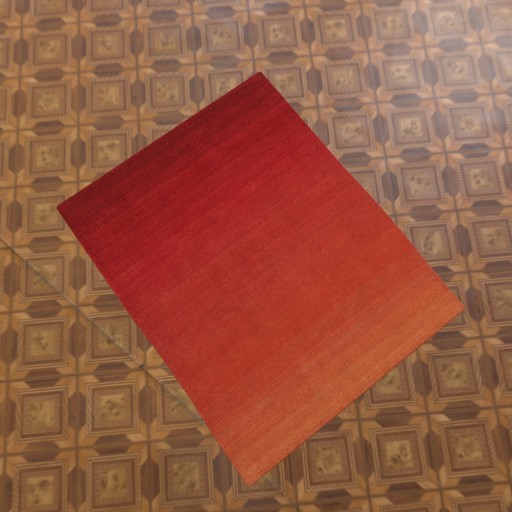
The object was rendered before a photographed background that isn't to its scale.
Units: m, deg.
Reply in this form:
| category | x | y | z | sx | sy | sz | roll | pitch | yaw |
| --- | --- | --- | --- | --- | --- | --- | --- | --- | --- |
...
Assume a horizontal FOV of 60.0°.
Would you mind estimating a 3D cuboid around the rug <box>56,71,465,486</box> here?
| category | x | y | z | sx | sy | sz | roll | pitch | yaw |
| --- | --- | --- | --- | --- | --- | --- | --- | --- | --- |
| rug | 0.000 | 0.000 | 3.892 | 2.340 | 0.028 | 2.905 | -36 | 79 | -8 |
